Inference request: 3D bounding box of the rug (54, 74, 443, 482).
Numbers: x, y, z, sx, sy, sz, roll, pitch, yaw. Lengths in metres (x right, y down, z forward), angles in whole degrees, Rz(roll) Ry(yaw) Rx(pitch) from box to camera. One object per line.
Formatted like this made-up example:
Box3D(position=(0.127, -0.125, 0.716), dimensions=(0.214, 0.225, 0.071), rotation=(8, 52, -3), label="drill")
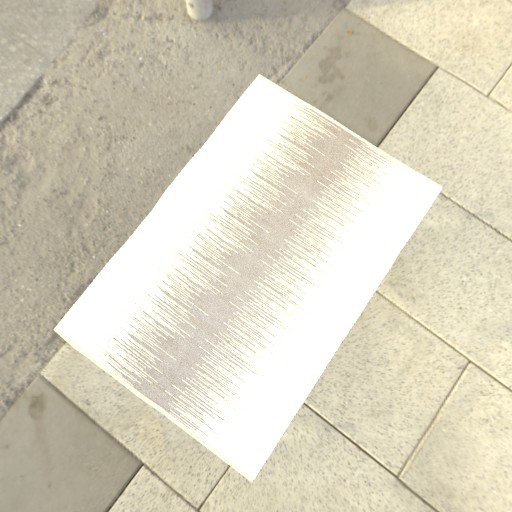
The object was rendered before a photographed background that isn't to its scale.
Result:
Box3D(position=(0.000, 0.000, 2.322), dimensions=(1.226, 0.007, 1.815), rotation=(34, 79, 8), label="rug")
